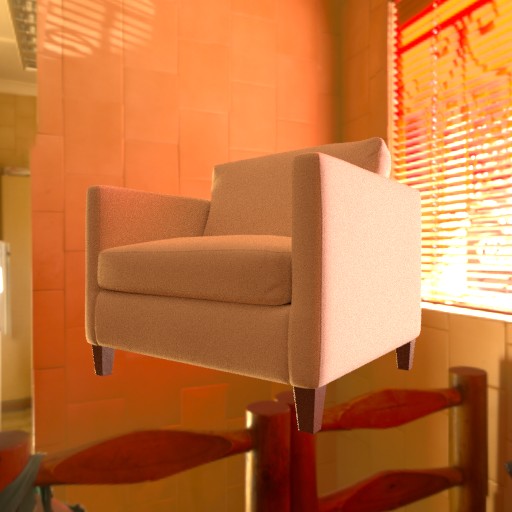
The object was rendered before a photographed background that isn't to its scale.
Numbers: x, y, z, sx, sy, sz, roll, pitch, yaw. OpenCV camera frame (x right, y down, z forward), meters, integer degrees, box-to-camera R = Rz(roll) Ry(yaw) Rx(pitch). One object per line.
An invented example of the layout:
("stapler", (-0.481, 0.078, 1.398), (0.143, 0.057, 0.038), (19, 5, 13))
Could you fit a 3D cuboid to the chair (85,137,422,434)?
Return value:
("chair", (0.000, 0.000, 1.694), (1.019, 0.885, 0.878), (0, 0, 36))
